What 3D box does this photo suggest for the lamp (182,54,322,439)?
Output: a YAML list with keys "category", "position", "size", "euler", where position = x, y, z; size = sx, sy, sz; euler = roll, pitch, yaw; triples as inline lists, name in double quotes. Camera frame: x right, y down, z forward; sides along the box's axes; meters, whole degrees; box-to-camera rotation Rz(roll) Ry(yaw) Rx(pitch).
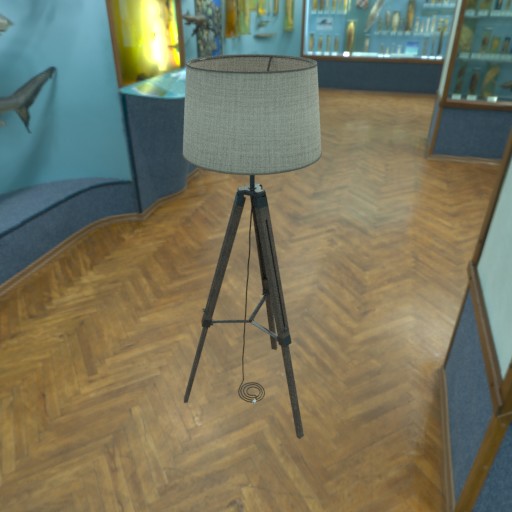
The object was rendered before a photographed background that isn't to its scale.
- category: "lamp"
  position: [0.000, 0.000, 1.855]
  size: [0.604, 1.510, 0.587]
  euler: [10, 32, 17]
